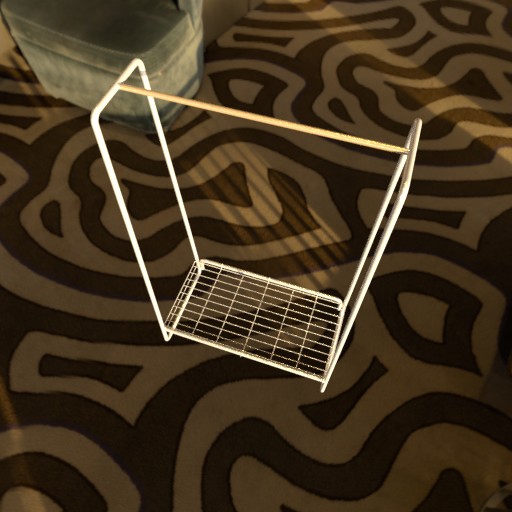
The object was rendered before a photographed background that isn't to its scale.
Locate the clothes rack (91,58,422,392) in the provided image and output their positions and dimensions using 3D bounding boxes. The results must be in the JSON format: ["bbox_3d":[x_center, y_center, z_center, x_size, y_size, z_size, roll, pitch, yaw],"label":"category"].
[{"bbox_3d":[0.000,0.000,1.881,0.900,1.500,0.495,16,59,10],"label":"clothes rack"}]
